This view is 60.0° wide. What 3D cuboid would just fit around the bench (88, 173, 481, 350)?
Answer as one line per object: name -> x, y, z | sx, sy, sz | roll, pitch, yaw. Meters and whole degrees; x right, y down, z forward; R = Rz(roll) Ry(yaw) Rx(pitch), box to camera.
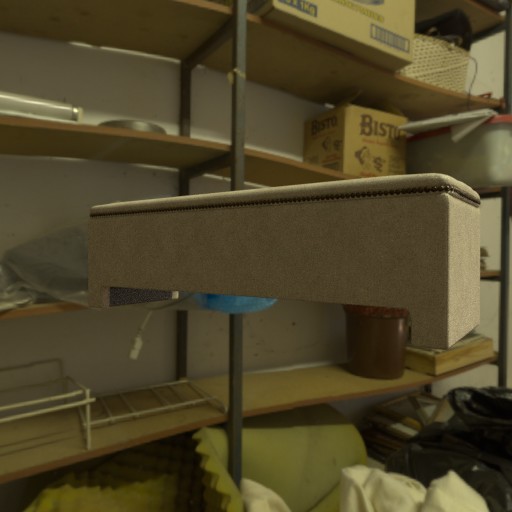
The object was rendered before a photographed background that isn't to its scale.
bench -> 0.000, 0.000, 1.680 | 1.482, 0.447, 0.470 | 0, 1, 35
